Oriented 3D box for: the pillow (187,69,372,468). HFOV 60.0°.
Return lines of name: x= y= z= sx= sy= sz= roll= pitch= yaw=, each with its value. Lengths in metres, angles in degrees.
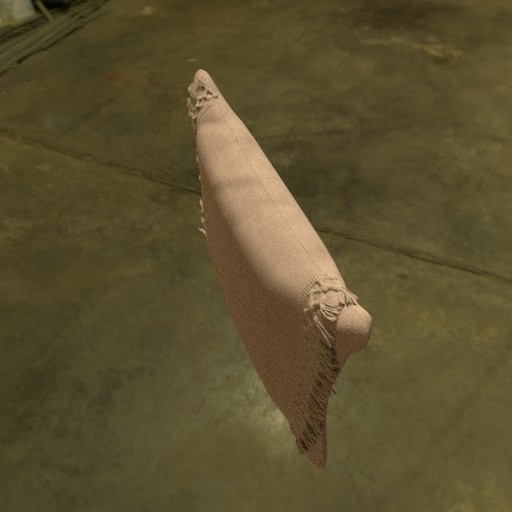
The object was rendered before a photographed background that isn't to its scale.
pillow: x=0.000 y=0.000 z=0.573 sx=0.084 sy=0.305 sz=0.466 roll=-15 pitch=48 yaw=-14
